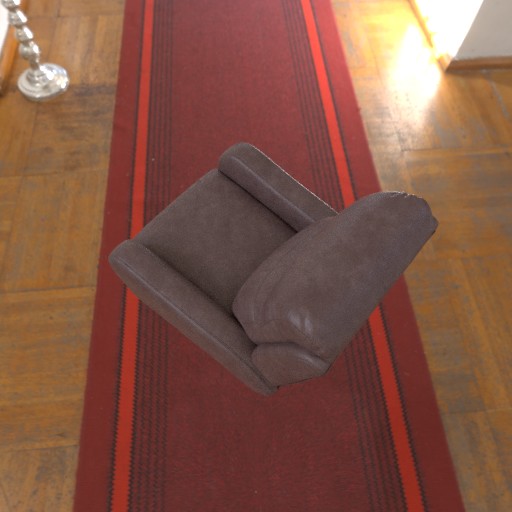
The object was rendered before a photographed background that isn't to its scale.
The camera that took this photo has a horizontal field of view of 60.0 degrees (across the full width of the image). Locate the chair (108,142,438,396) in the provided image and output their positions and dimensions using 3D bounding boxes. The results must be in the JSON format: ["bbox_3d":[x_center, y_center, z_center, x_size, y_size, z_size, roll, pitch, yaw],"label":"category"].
[{"bbox_3d":[0.000,0.000,1.884,1.067,1.067,0.865,37,68,18],"label":"chair"}]
